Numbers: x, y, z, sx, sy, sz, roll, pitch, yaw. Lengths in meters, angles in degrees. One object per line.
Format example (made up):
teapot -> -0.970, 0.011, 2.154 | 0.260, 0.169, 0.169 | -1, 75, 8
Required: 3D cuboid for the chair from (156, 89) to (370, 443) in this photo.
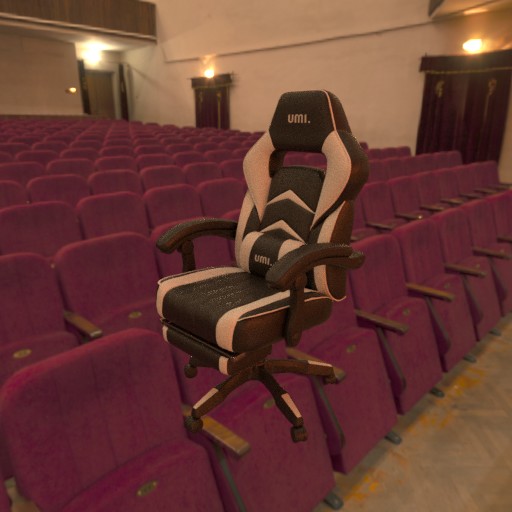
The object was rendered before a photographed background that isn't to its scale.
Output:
chair -> 0.000, 0.000, 1.670 | 0.676, 1.200, 0.700 | 16, 23, 42
